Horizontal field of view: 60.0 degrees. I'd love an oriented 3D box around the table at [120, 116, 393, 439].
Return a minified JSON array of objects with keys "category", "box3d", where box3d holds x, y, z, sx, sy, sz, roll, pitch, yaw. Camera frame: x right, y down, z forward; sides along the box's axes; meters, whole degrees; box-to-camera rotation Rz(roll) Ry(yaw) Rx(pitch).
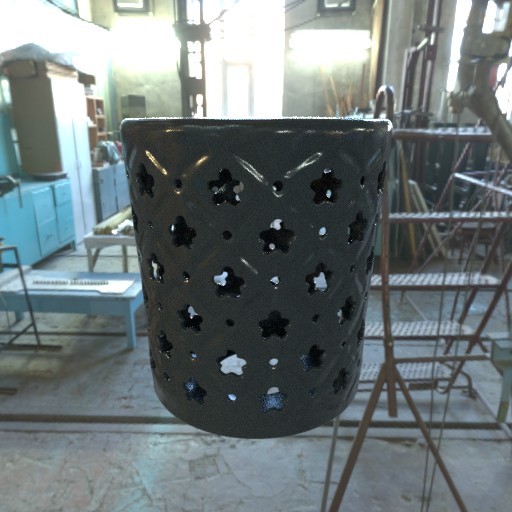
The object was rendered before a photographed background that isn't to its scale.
[{"category":"table","box3d":[0.000,0.000,0.645,0.352,0.387,0.352,0,17,0]}]
